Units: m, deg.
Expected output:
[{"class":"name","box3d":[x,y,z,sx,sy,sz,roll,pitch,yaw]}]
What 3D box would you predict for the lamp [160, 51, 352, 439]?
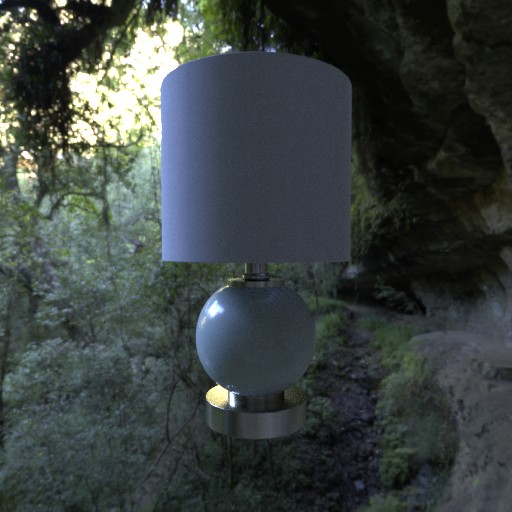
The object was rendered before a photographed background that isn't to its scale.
[{"class":"lamp","box3d":[0.000,0.000,0.479,0.201,0.353,0.201,-1,1,-36]}]
